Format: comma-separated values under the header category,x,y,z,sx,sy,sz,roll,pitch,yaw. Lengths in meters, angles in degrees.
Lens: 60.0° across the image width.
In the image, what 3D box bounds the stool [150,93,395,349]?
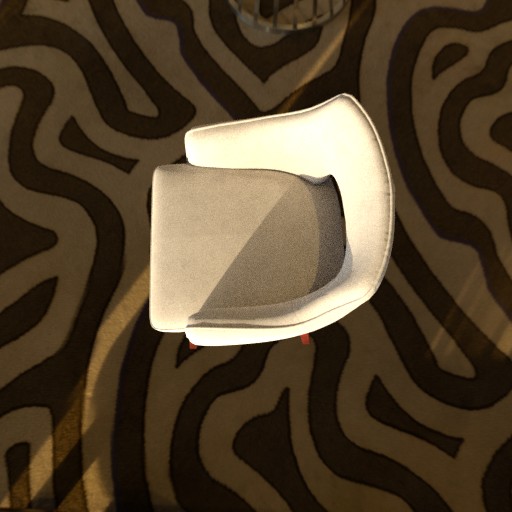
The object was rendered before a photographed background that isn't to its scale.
category,x,y,z,sx,sy,sz,roll,pitch,yaw
stool,0.000,0.000,1.341,0.558,1.012,0.548,-2,75,-1
